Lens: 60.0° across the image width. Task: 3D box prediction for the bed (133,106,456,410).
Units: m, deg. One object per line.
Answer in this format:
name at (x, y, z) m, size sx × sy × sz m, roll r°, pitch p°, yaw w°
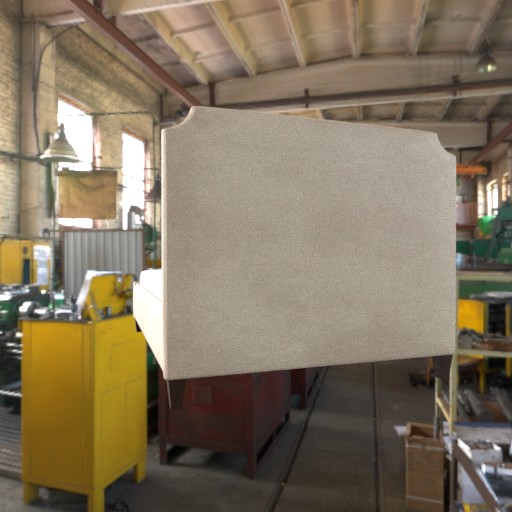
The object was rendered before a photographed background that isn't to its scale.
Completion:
bed at (0.000, 0.000, 3.414) m, size 1.712 × 1.443 × 2.372 m, roll 0°, pitch 0°, yaw -19°
